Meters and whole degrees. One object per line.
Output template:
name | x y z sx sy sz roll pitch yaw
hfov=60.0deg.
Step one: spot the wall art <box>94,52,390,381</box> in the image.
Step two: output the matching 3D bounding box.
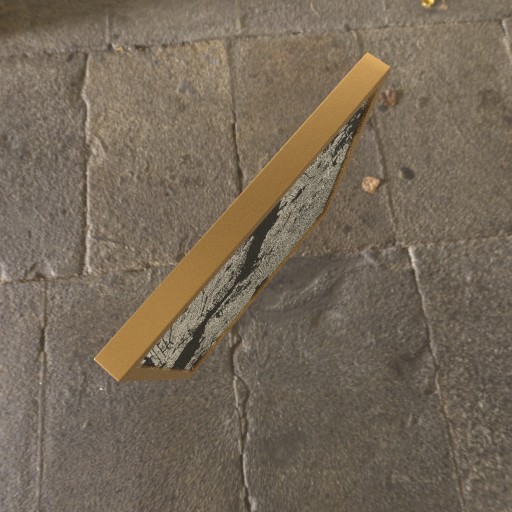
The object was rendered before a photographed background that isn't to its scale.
wall art | 0.000 0.000 0.464 0.023 0.305 0.305 38 78 10
